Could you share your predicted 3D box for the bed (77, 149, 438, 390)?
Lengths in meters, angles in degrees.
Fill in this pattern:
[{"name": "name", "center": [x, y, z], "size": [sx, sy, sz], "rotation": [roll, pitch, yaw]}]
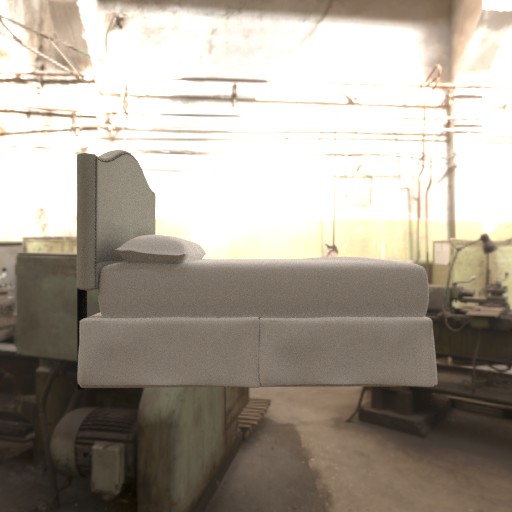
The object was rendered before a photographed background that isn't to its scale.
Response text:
[{"name": "bed", "center": [0.000, 0.000, 3.474], "size": [2.180, 1.607, 1.813], "rotation": [0, 0, -1]}]
